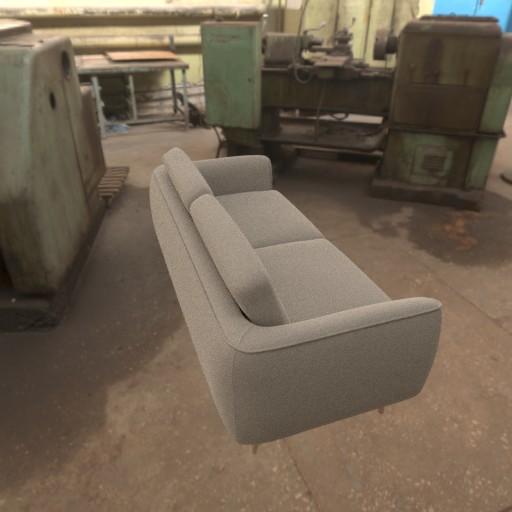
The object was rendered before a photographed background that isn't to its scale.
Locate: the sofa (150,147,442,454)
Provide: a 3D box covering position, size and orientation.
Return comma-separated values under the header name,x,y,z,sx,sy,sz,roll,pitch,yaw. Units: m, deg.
name,x,y,z,sx,sy,sz,roll,pitch,yaw
sofa,0.000,0.000,2.432,0.920,0.850,2.000,-10,32,-17
